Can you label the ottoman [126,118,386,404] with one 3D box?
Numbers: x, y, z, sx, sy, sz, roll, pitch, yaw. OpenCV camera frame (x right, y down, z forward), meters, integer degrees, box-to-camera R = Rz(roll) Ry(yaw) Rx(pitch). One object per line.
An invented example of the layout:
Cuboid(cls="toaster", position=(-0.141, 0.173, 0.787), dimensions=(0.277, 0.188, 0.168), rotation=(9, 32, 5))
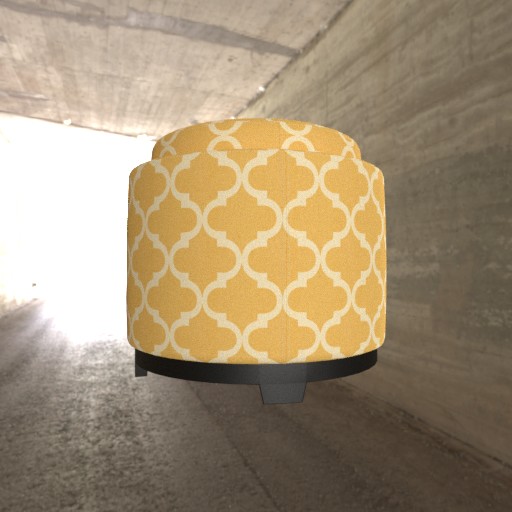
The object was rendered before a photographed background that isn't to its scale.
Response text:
Cuboid(cls="ottoman", position=(0.000, 0.000, 0.851), dimensions=(0.480, 0.429, 0.480), rotation=(0, -2, 0))
